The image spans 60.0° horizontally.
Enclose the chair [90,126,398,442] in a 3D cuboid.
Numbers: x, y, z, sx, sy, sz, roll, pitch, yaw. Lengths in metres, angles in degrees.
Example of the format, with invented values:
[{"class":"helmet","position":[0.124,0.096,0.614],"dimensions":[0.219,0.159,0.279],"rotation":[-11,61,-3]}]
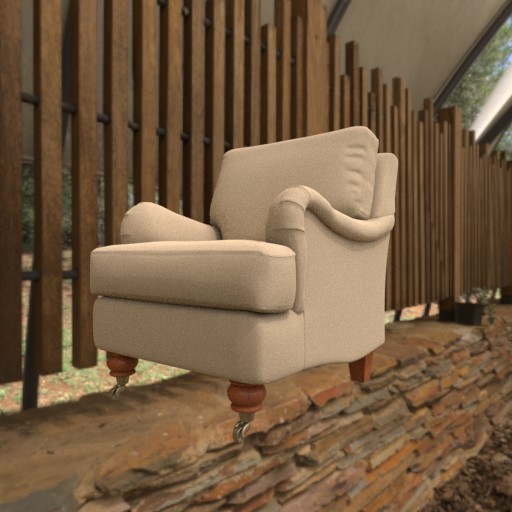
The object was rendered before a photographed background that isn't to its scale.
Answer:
[{"class":"chair","position":[0.000,0.000,1.855],"dimensions":[0.895,1.076,1.078],"rotation":[0,1,38]}]
